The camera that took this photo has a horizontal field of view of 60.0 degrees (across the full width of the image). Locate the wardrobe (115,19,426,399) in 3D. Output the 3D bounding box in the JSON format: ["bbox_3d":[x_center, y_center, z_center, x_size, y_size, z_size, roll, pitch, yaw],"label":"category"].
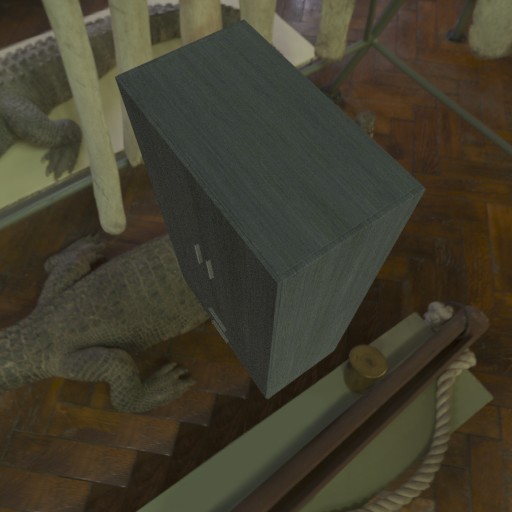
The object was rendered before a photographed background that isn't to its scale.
[{"bbox_3d":[0.000,0.000,2.266,0.577,1.808,0.991,-32,67,-15],"label":"wardrobe"}]
